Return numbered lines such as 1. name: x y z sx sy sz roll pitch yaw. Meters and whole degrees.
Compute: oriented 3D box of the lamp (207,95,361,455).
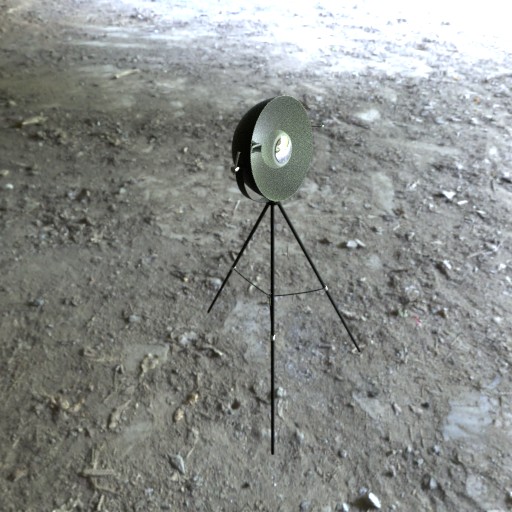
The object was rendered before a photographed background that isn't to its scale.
1. lamp: 0.000 0.000 2.074 0.920 1.512 0.817 27 47 28
